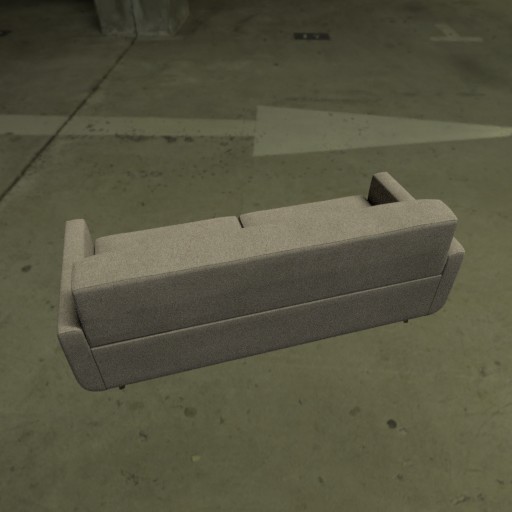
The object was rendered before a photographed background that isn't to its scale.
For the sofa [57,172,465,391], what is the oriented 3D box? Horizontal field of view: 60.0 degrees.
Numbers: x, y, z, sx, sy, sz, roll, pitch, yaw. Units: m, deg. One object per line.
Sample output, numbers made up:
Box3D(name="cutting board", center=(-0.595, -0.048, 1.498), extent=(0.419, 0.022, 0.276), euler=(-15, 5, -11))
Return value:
Box3D(name="sofa", center=(0.000, 0.000, 2.522), extent=(2.029, 0.841, 0.909), euler=(-10, 42, -12))
